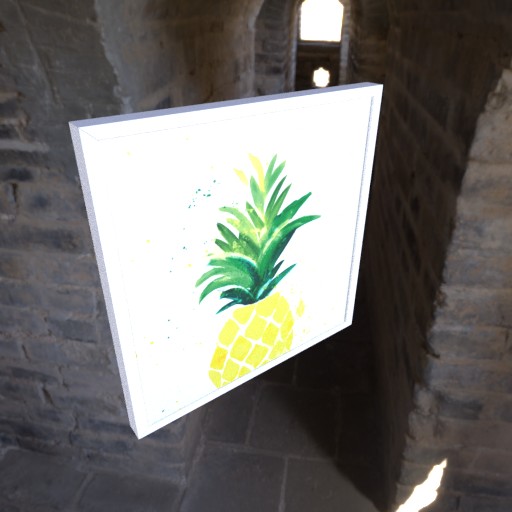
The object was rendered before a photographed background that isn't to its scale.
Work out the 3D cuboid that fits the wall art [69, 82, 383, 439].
[{"bbox_3d":[0.000,0.000,0.751,0.508,0.507,0.035,-20,35,-31],"label":"wall art"}]
